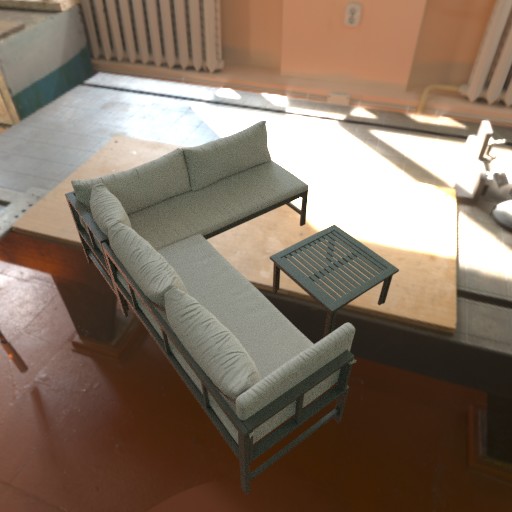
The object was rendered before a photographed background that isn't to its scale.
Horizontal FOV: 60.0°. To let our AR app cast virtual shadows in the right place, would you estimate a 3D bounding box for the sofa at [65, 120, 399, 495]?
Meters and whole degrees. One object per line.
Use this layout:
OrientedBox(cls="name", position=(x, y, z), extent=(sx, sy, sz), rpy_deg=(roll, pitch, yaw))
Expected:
OrientedBox(cls="sofa", position=(0.000, 0.000, 2.898), extent=(1.658, 0.758, 2.096), rpy_deg=(-26, 48, -26))
